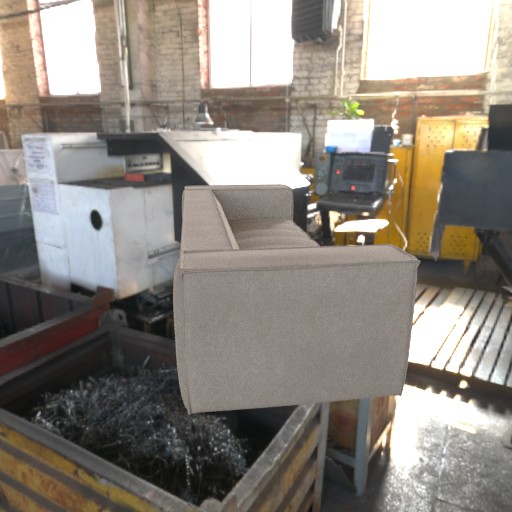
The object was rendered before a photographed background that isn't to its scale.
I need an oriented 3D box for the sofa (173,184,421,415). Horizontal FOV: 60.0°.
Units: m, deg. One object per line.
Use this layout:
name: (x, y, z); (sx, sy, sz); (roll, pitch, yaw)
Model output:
sofa: (0.000, 0.000, 3.075); (1.038, 0.680, 2.697); (-2, 16, -8)
